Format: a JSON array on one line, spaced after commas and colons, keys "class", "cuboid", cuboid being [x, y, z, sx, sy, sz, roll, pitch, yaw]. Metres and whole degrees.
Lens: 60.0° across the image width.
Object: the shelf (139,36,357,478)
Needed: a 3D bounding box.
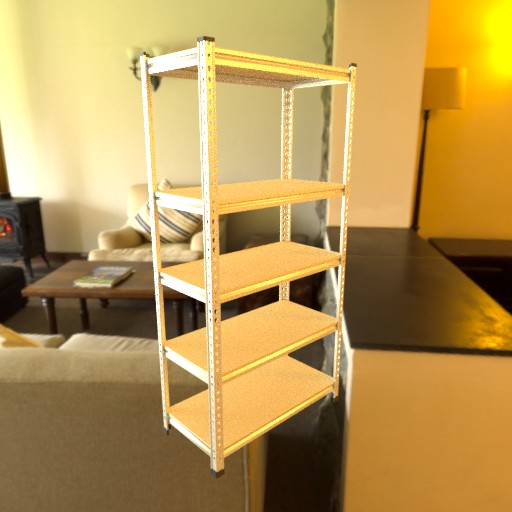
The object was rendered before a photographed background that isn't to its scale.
[{"class": "shelf", "cuboid": [0.000, 0.000, 2.225, 0.914, 1.829, 0.457, -14, 20, -41]}]
